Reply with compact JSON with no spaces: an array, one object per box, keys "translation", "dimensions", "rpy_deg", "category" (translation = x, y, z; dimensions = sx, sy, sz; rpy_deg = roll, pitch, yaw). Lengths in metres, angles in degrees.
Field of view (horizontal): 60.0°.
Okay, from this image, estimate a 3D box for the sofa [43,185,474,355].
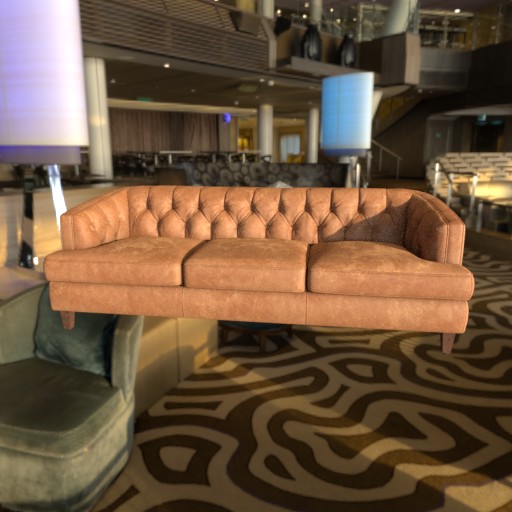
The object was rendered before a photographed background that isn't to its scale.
[{"translation":[0.000,0.000,2.699],"dimensions":[2.257,0.791,0.922],"rpy_deg":[2,13,9],"category":"sofa"}]
